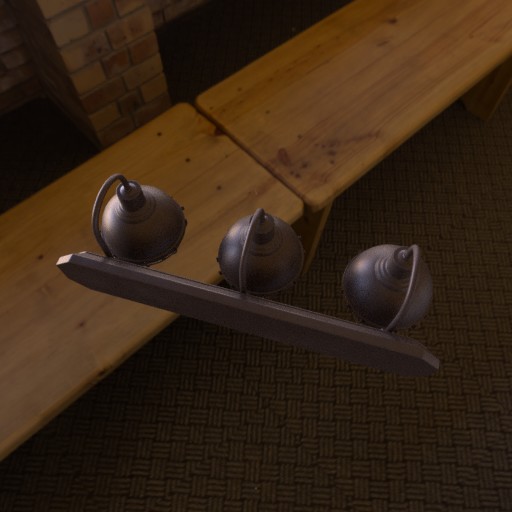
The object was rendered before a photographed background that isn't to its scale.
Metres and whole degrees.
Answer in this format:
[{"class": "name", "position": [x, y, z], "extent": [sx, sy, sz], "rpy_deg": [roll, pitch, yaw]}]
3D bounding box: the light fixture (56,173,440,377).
[{"class": "light fixture", "position": [0.000, 0.000, 0.761], "extent": [0.634, 0.254, 0.229], "rpy_deg": [14, 63, 7]}]
